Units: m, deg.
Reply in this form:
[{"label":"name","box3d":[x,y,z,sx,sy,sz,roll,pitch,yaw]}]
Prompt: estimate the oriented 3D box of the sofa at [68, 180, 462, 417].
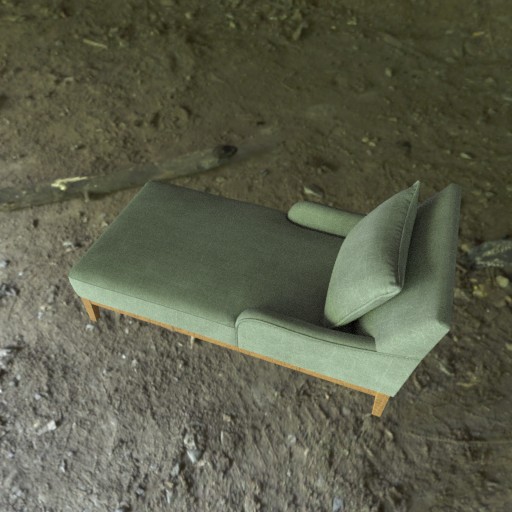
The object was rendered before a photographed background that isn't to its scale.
[{"label":"sofa","box3d":[0.000,0.000,2.326,1.779,0.859,0.894,15,48,14]}]
